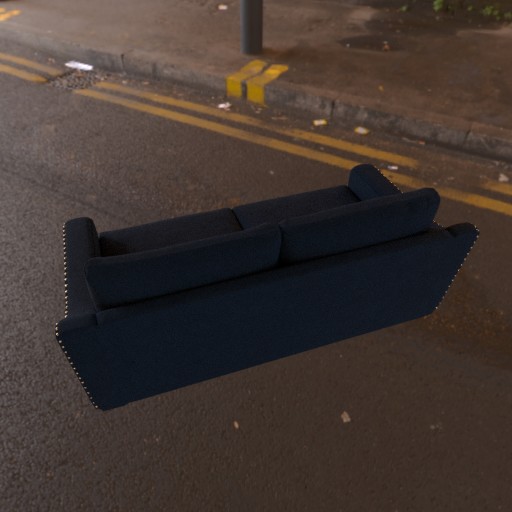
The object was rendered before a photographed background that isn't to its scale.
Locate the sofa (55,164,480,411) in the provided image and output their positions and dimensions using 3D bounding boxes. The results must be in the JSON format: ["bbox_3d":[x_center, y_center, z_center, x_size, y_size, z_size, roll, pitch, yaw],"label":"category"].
[{"bbox_3d":[0.000,0.000,2.656,2.107,0.983,1.104,-13,43,-14],"label":"sofa"}]
